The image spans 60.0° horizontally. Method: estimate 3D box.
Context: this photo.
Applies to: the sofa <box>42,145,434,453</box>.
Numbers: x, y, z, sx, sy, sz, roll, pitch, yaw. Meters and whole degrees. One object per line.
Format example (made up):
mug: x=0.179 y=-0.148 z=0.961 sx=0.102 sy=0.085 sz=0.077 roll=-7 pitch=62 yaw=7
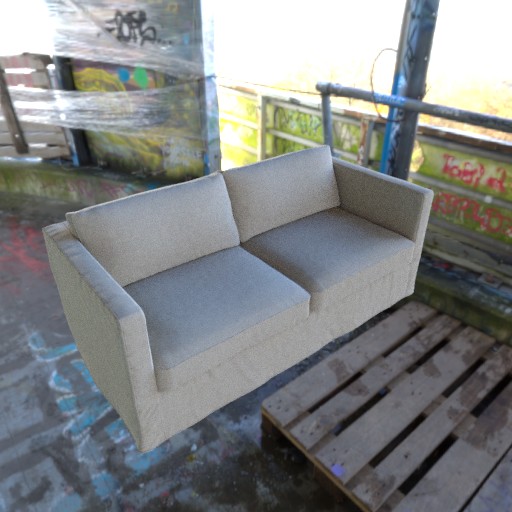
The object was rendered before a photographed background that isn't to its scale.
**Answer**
sofa: x=0.000 y=0.000 z=2.490 sx=1.959 sy=0.835 sz=0.962 roll=-22 pitch=37 yaw=-32
